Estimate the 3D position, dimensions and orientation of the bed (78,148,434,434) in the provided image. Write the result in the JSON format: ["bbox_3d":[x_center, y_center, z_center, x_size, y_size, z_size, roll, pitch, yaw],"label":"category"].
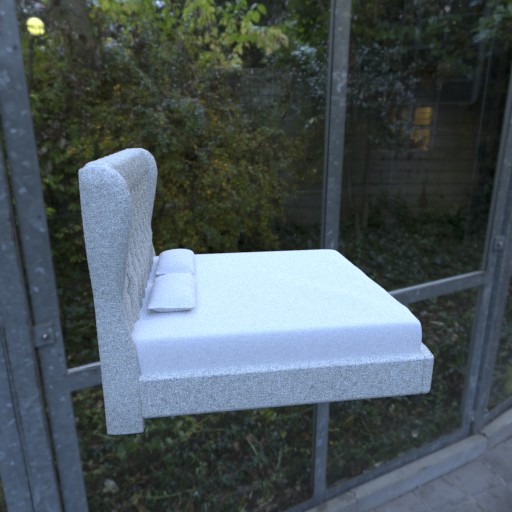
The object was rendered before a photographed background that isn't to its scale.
[{"bbox_3d":[0.000,0.000,3.889,2.347,1.771,2.219,-2,16,-8],"label":"bed"}]
